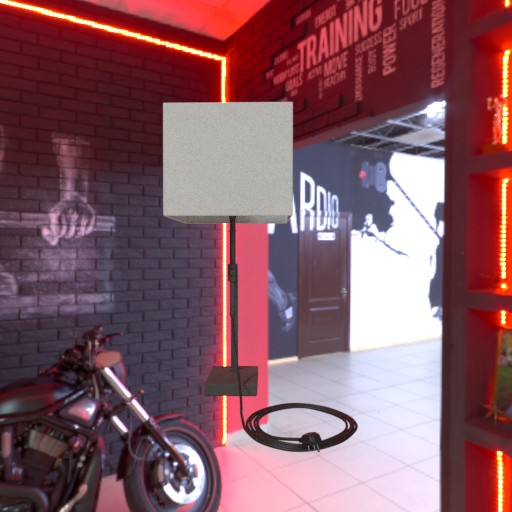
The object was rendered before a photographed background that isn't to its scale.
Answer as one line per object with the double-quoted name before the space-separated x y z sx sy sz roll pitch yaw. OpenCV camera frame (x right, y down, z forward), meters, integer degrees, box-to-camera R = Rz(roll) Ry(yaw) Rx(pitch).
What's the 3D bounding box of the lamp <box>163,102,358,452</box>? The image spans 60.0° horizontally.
"lamp" 0.000 0.000 0.980 0.399 0.660 0.504 0 1 1
